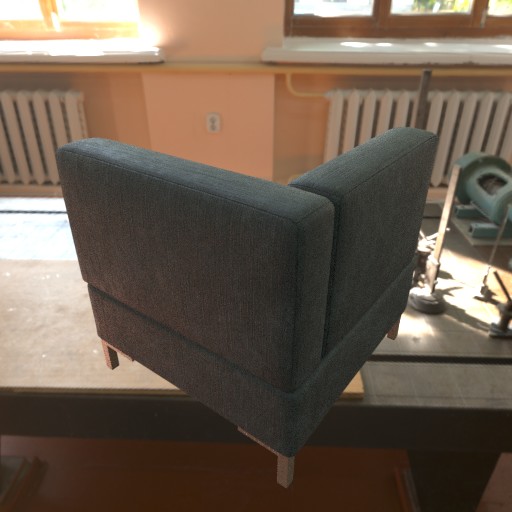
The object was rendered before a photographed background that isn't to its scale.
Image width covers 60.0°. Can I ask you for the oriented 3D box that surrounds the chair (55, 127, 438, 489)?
[{"bbox_3d":[0.000,0.000,1.191,0.680,0.660,0.680,21,36,31],"label":"chair"}]
